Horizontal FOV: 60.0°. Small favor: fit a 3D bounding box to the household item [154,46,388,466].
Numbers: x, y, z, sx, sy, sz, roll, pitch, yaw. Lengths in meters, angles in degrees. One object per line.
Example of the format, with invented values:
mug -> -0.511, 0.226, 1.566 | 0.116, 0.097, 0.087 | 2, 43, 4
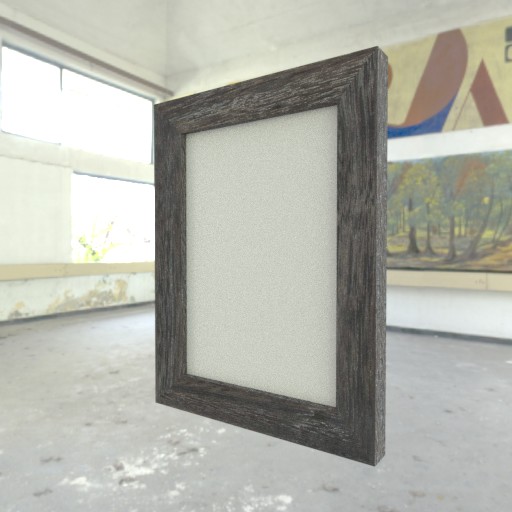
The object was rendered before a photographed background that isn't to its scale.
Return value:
household item -> 0.000, 0.000, 0.275 | 0.160, 0.210, 0.020 | 1, 2, 35
